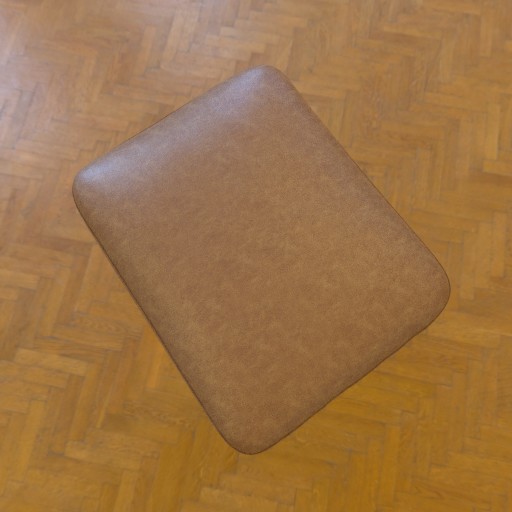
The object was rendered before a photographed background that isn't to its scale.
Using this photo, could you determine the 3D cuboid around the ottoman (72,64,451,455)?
[{"bbox_3d":[0.000,0.000,1.142,0.593,0.478,0.747,-34,78,-8],"label":"ottoman"}]
